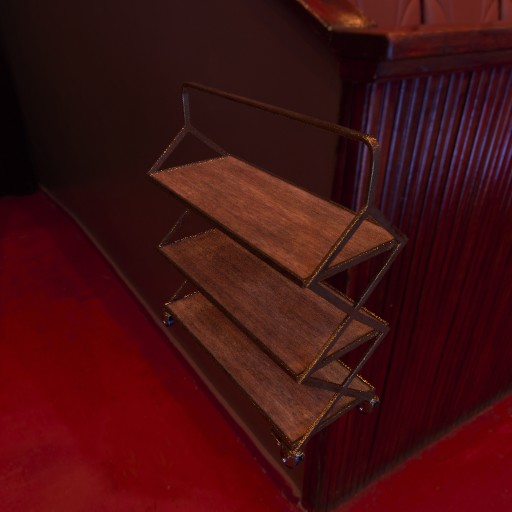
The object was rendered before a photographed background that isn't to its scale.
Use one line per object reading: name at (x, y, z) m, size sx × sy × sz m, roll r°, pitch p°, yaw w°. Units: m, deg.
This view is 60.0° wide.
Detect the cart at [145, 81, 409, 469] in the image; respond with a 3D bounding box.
cart at (0.000, 0.000, 1.197) m, size 0.313 × 0.805 × 0.723 m, roll -21°, pitch 37°, yaw -30°
